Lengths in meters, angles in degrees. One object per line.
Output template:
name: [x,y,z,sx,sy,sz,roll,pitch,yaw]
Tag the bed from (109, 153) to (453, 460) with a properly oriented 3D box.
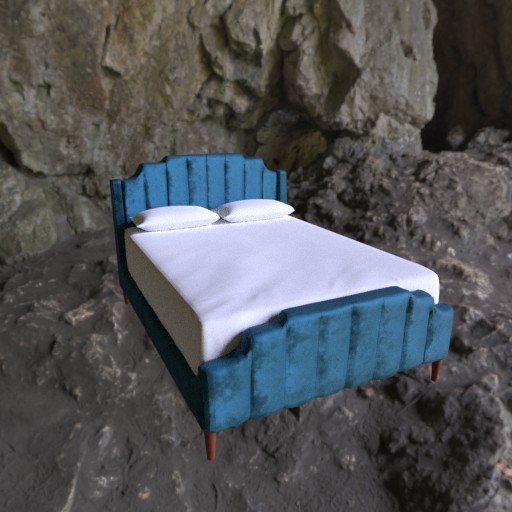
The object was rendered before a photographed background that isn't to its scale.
bed: [0.000,0.000,3.314,1.678,1.338,2.322,-8,19,-25]
